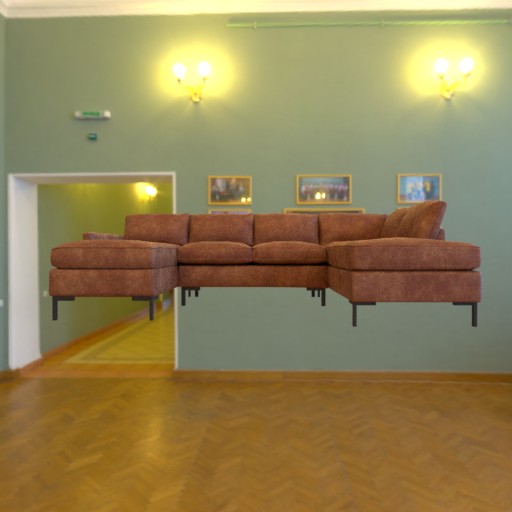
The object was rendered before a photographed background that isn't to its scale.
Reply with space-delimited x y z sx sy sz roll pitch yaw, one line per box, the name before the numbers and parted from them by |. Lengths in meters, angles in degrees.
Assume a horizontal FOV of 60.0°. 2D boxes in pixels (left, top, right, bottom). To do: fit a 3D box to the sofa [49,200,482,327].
sofa | 0.000 0.000 3.824 2.956 0.900 1.939 0 1 1
